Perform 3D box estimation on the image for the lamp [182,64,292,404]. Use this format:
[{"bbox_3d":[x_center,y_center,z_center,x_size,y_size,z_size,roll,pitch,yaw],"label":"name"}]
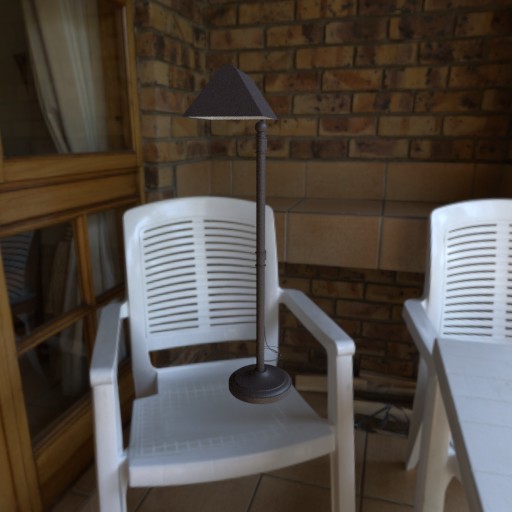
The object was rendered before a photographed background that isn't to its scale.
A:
[{"bbox_3d":[0.000,0.000,0.962,0.159,0.708,0.545,3,16,10],"label":"lamp"}]
